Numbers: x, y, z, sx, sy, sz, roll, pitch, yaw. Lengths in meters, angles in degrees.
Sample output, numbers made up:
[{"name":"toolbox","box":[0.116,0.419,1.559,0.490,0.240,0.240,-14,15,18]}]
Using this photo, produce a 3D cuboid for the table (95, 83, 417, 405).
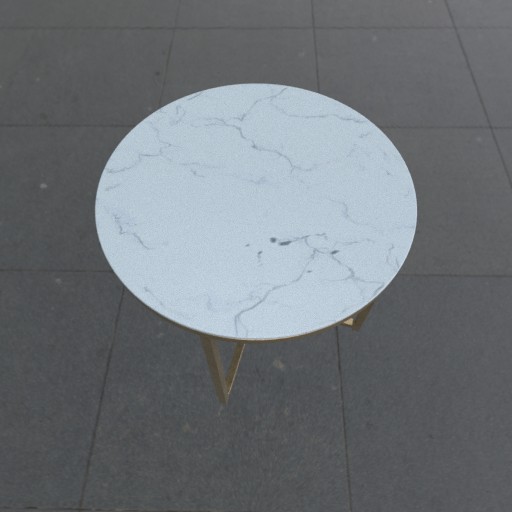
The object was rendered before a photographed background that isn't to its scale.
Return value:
[{"name":"table","box":[0.000,0.000,0.879,0.500,0.420,0.500,0,59,0]}]
